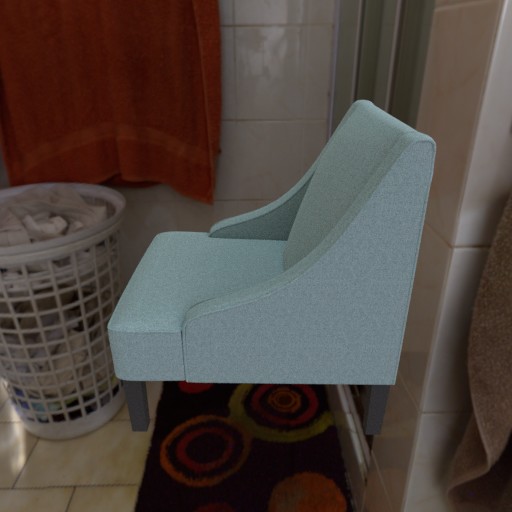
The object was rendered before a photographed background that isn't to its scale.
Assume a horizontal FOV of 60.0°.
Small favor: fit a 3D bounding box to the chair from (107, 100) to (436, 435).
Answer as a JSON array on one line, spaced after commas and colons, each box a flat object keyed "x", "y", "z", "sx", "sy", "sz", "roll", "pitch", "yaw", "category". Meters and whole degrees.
[{"x": 0.000, "y": 0.000, "z": 1.831, "sx": 1.025, "sy": 1.133, "sz": 0.857, "roll": 0, "pitch": 26, "yaw": 1, "category": "chair"}]
